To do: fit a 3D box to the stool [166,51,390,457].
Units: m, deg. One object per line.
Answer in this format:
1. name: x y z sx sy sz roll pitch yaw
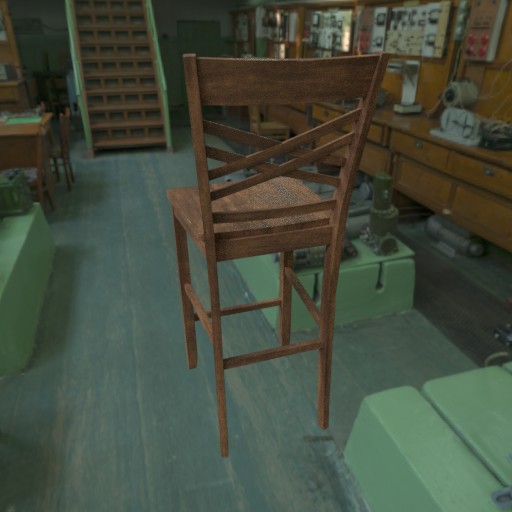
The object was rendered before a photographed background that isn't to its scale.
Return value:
1. stool: 0.000 0.000 1.303 0.433 1.105 0.487 -9 28 -17
